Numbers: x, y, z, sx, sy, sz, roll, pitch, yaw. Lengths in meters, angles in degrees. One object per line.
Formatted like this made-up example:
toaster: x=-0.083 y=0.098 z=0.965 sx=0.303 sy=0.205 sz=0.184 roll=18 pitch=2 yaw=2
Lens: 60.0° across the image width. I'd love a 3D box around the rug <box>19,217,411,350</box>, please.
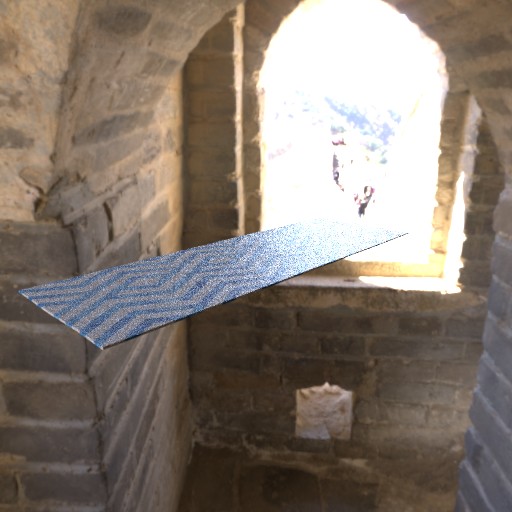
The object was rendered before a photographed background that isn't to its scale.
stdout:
rug: x=0.000 y=0.000 z=1.649 sx=0.503 sy=0.007 sz=1.492 roll=15 pitch=22 yaw=42
